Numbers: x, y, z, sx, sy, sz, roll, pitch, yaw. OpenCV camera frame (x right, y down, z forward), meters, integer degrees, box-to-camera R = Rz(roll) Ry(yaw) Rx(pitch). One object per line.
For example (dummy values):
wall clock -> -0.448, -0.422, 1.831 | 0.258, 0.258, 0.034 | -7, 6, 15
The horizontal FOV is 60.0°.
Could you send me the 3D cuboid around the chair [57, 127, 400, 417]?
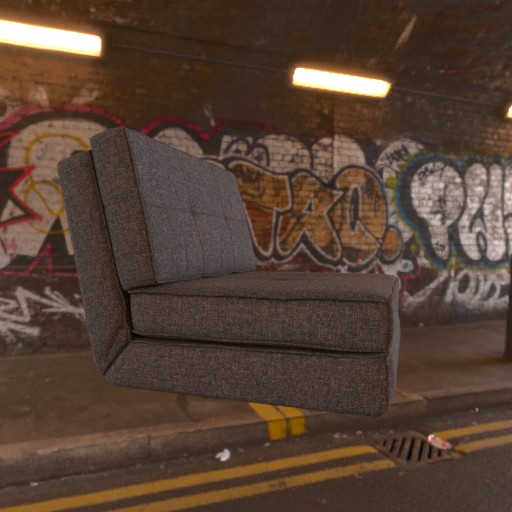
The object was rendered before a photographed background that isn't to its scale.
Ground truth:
chair -> 0.000, 0.000, 1.294 | 0.800, 0.615, 0.740 | 0, 1, 19
